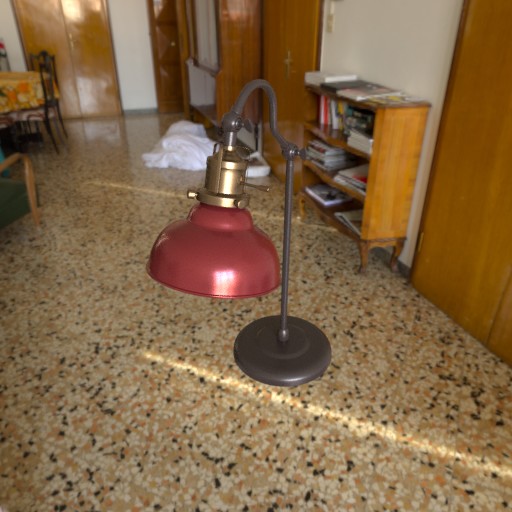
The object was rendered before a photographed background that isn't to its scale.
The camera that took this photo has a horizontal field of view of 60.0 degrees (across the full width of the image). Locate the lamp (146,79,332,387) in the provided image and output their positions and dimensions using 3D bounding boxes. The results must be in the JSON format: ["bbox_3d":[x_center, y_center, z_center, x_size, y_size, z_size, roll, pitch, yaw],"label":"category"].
[{"bbox_3d":[0.000,0.000,0.682,0.192,0.508,0.374,18,34,30],"label":"lamp"}]
